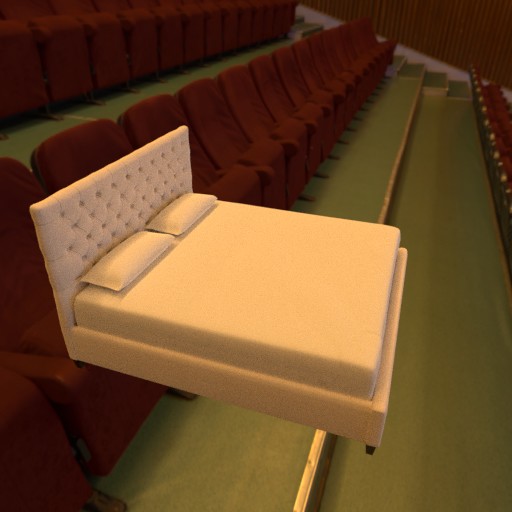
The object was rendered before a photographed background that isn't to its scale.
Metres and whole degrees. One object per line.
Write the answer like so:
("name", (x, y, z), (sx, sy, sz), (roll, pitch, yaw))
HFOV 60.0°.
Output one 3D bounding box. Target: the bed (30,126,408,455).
("bed", (0.000, 0.000, 3.648), (2.387, 1.427, 2.078), (11, 33, 17))
